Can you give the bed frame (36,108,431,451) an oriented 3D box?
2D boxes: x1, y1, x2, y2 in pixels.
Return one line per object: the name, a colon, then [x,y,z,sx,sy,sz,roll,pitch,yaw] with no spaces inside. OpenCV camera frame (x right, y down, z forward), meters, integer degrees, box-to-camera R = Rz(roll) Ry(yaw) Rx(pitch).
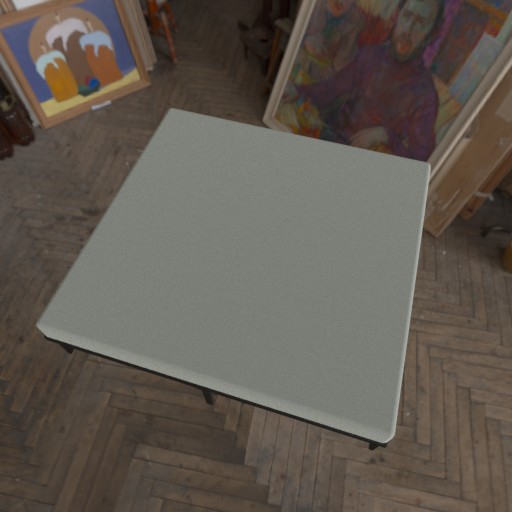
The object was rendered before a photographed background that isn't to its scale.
bed frame: [0.000,0.000,3.925,2.635,0.680,2.526,15,59,9]
